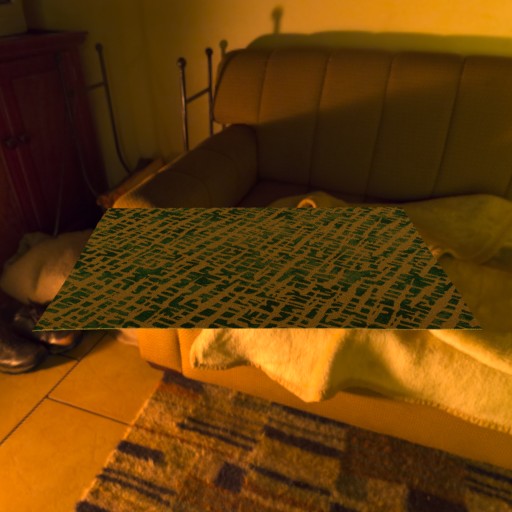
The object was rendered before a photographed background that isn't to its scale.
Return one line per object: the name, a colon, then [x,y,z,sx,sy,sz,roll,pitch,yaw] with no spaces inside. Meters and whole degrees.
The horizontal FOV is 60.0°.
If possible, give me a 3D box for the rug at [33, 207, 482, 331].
rug: [0.000,0.000,3.042,2.447,0.011,1.520,0,32,0]
